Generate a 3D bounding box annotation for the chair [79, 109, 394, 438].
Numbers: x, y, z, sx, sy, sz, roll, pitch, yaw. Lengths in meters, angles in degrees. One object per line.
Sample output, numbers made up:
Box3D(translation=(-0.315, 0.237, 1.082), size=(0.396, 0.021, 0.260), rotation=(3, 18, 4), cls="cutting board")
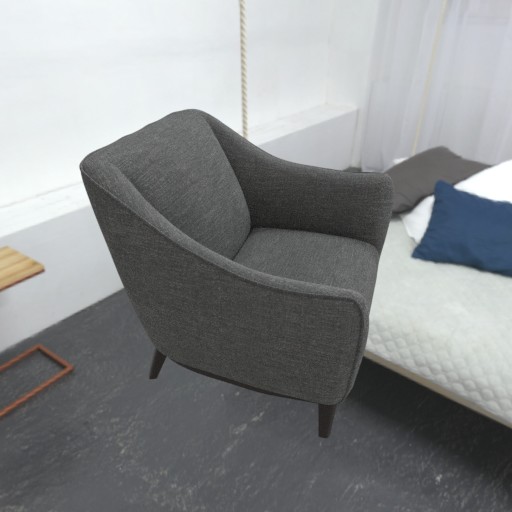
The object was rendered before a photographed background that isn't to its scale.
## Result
Box3D(translation=(0.000, 0.000, 1.562), size=(0.851, 0.829, 0.870), rotation=(10, 33, 16), cls="chair")
